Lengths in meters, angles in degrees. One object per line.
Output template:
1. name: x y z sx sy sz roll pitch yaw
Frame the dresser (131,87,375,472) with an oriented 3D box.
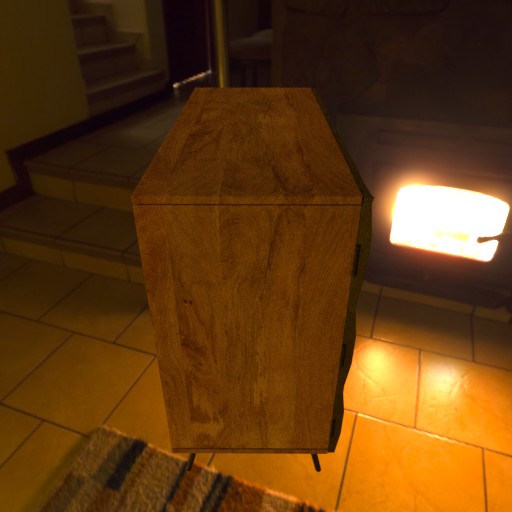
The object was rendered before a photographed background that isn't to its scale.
1. dresser: 0.000 0.000 1.428 0.446 0.847 0.967 0 32 0
